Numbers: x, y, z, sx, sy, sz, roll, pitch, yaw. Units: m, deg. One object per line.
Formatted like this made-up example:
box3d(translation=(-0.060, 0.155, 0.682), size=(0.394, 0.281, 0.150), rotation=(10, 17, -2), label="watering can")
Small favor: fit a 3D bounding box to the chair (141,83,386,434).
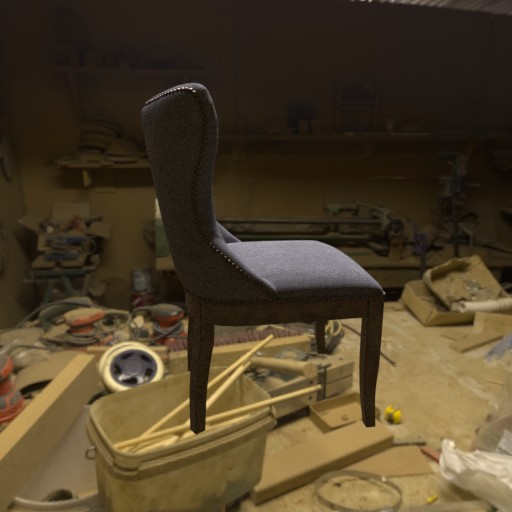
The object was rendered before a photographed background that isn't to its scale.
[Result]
box3d(translation=(0.000, 0.000, 1.468), size=(0.681, 1.002, 0.654), rotation=(-2, 15, -9), label="chair")
